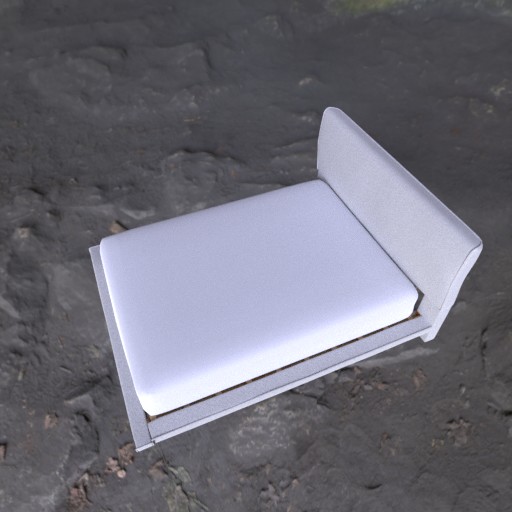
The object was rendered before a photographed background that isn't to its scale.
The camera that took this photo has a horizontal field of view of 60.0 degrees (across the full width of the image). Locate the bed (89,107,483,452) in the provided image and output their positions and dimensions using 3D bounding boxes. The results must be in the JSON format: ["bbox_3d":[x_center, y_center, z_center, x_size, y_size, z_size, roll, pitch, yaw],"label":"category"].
[{"bbox_3d":[0.000,0.000,3.338,2.368,1.067,1.840,-17,50,-15],"label":"bed"}]
